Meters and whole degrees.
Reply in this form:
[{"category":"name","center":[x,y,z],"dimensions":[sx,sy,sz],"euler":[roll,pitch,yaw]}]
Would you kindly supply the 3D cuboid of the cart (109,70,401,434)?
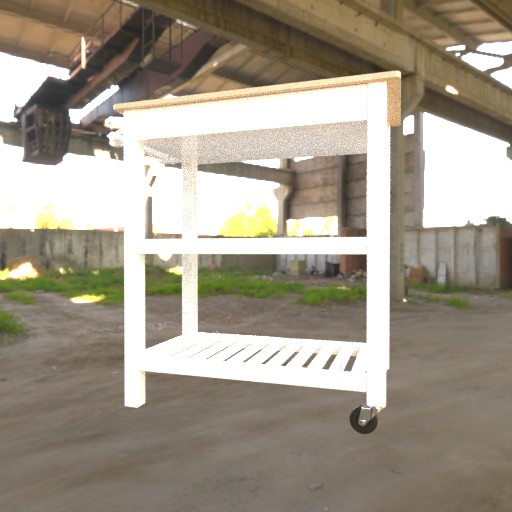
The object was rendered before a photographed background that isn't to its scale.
[{"category":"cart","center":[0.000,0.000,1.455],"dimensions":[0.899,0.927,0.457],"euler":[0,1,18]}]
